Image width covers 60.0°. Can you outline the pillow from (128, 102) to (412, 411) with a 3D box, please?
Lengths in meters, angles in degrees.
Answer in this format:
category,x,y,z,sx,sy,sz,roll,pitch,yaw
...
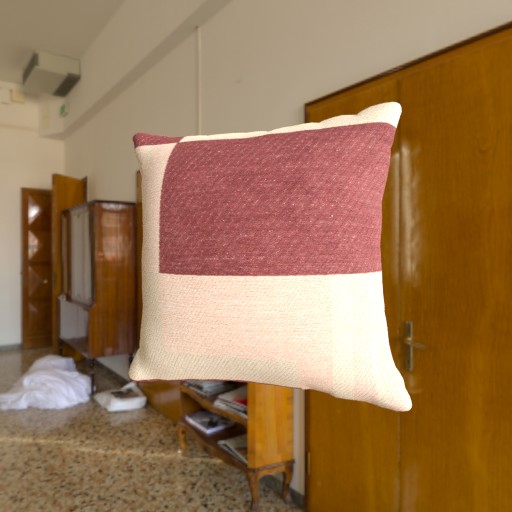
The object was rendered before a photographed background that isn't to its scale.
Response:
category,x,y,z,sx,sy,sz,roll,pitch,yaw
pillow,0.000,0.000,0.806,0.536,0.506,0.229,0,1,19
